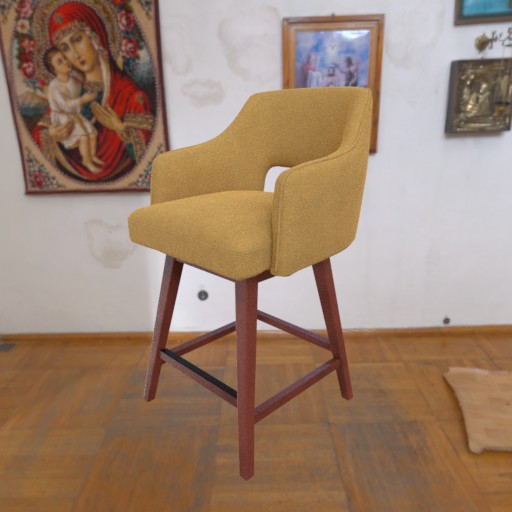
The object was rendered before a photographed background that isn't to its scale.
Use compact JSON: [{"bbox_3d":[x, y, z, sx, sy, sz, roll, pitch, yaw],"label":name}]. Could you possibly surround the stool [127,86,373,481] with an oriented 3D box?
[{"bbox_3d":[0.000,0.000,1.271,0.548,0.924,0.558,17,24,42],"label":"stool"}]
